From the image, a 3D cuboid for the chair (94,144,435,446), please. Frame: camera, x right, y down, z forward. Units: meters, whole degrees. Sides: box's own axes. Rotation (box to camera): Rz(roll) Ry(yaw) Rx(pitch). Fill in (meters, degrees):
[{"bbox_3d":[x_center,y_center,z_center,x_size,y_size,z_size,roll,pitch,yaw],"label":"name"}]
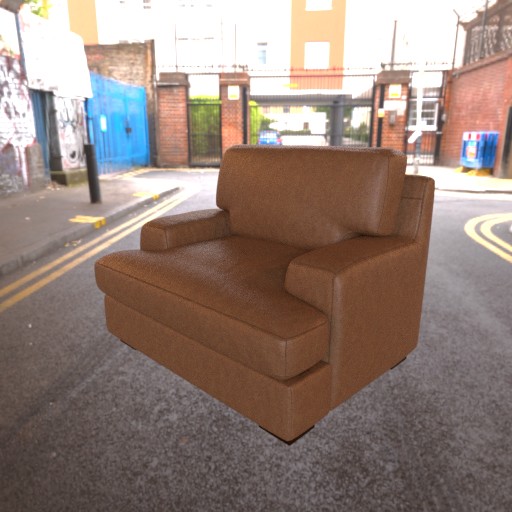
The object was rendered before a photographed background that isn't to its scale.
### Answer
[{"bbox_3d":[0.000,0.000,2.038,1.276,0.978,1.050,15,21,42],"label":"chair"}]
